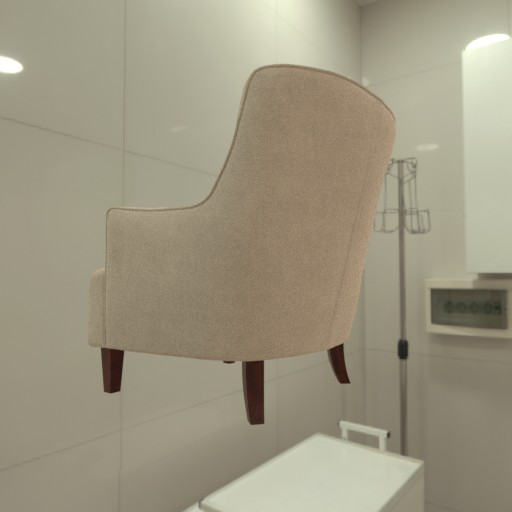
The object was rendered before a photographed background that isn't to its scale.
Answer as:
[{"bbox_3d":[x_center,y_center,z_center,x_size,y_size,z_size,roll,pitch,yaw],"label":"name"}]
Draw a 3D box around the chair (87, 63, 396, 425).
[{"bbox_3d":[0.000,0.000,1.543,0.910,0.920,0.781,-2,-3,36],"label":"chair"}]
